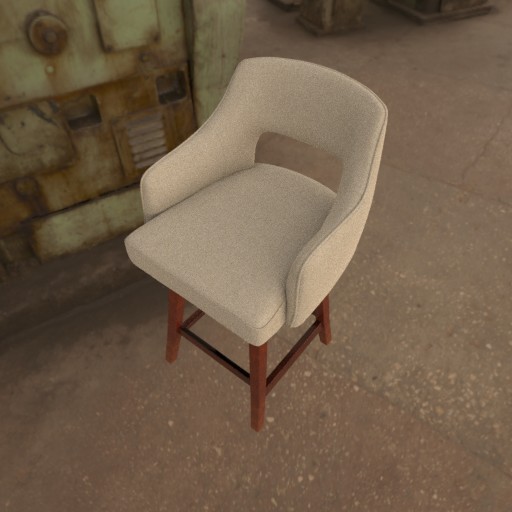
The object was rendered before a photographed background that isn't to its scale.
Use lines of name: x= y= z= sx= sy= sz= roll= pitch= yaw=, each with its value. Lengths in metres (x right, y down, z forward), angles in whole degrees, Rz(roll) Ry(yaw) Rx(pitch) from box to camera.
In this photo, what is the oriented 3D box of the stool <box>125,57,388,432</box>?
stool: x=0.000 y=0.000 z=1.300 sx=0.550 sy=0.936 sz=0.560 roll=30 pitch=53 yaw=25
